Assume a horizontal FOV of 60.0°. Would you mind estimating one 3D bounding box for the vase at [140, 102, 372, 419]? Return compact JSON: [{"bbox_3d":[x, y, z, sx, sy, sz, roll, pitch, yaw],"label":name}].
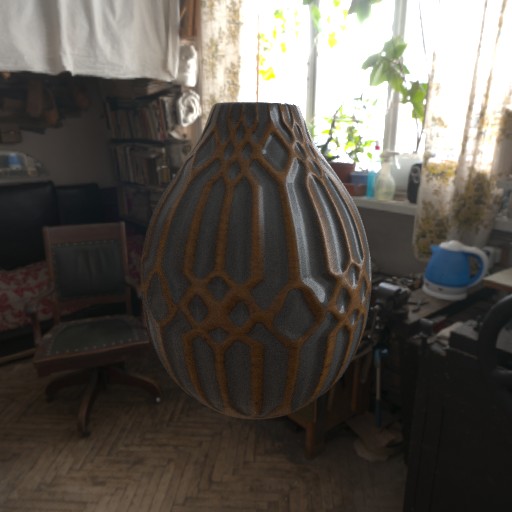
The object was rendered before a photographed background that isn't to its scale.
[{"bbox_3d":[0.000,0.000,0.135,0.069,0.088,0.069,0,17,0],"label":"vase"}]
